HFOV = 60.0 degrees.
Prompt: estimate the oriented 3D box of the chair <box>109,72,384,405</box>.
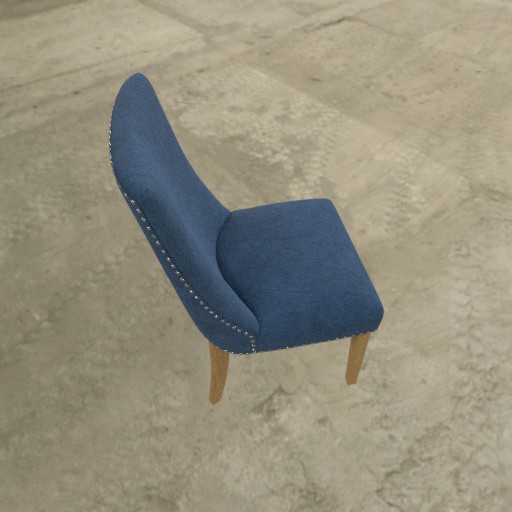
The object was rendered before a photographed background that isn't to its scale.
[{"bbox_3d":[0.000,0.000,1.252,0.610,0.902,0.495,-8,47,-8],"label":"chair"}]
